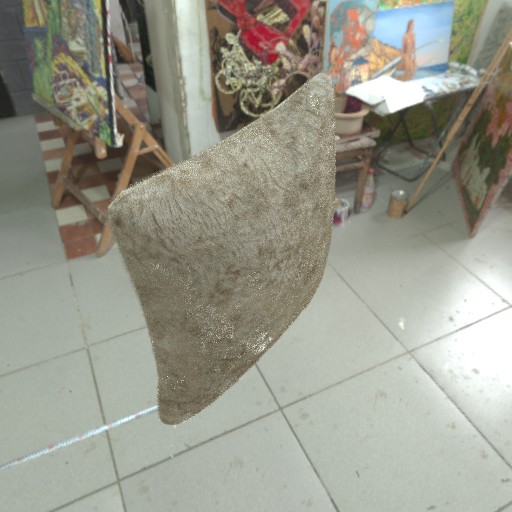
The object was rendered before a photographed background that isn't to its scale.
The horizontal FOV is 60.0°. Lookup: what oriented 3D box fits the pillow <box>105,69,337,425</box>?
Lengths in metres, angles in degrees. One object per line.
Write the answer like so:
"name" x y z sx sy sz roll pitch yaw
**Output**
"pillow" 0.000 0.000 0.817 0.216 0.525 0.538 25 47 26
